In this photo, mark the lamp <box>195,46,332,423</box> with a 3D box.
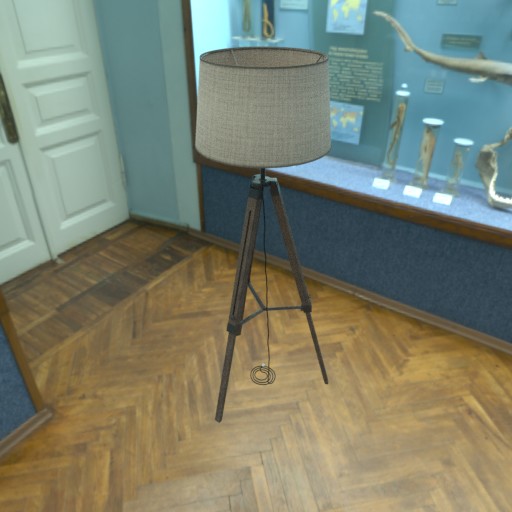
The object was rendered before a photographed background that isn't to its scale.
[{"bbox_3d":[0.000,0.000,1.827,0.604,1.510,0.587,21,38,30],"label":"lamp"}]
